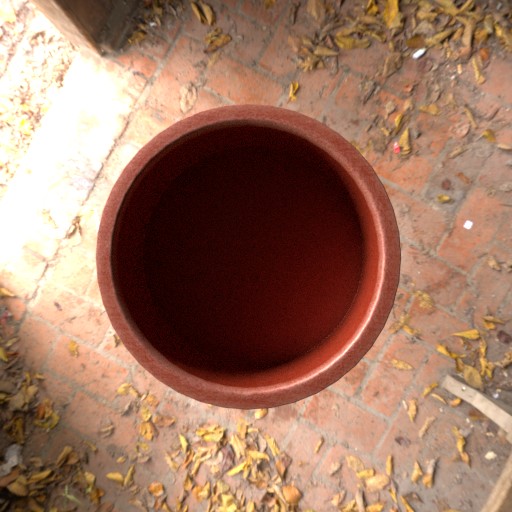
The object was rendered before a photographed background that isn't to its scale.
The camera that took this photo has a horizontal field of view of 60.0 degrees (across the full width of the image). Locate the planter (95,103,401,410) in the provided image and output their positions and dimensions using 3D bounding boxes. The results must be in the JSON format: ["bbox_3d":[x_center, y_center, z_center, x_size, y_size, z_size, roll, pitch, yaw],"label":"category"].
[{"bbox_3d":[0.000,0.000,0.722,0.354,0.465,0.345,0,90,1],"label":"planter"}]
